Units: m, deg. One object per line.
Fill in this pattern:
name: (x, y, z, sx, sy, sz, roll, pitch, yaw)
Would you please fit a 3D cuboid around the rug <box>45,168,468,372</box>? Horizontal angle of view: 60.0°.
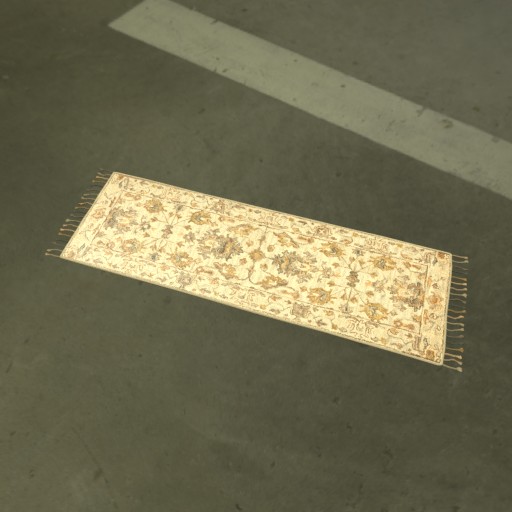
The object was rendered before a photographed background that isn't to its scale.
rug: (0.000, 0.000, 2.644, 2.438, 0.021, 0.729, 15, 59, 9)
